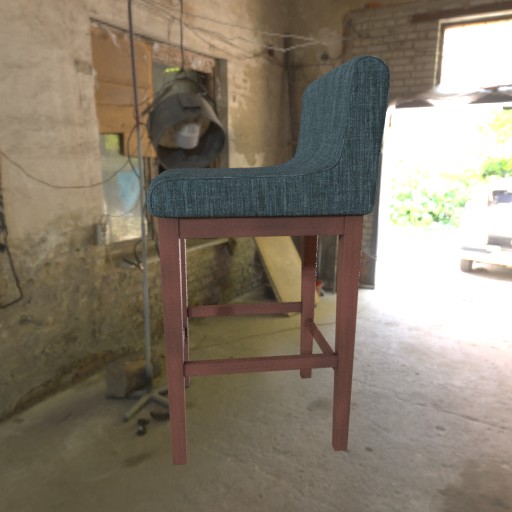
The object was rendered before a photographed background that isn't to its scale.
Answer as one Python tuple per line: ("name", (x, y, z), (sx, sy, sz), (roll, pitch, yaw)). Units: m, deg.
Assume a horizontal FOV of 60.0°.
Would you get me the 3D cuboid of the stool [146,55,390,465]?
("stool", (0.000, 0.000, 1.055), (0.459, 0.835, 0.395), (-2, 14, -7))
